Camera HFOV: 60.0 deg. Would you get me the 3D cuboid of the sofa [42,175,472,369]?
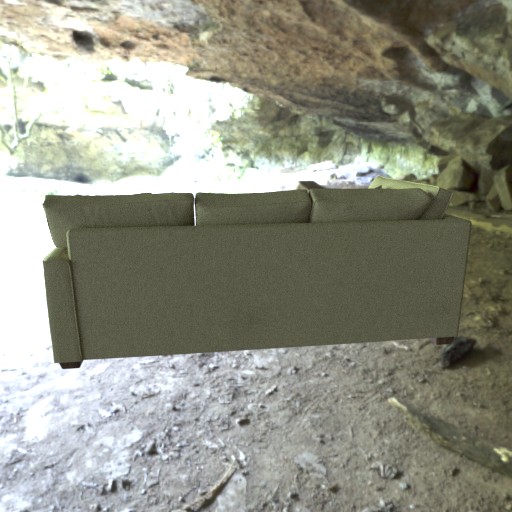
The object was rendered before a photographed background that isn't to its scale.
[{"bbox_3d":[0.000,0.000,2.886,2.323,0.948,1.053,-2,15,-8],"label":"sofa"}]
